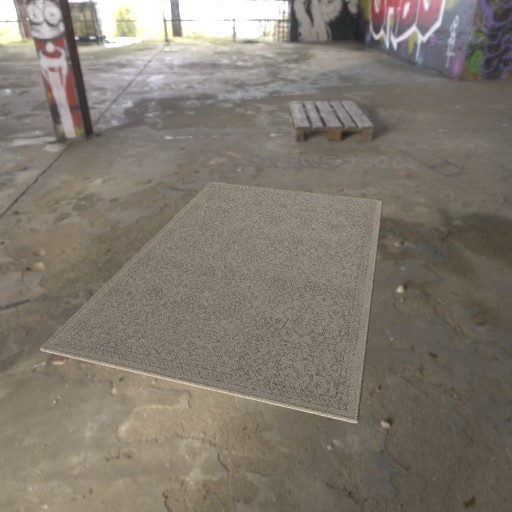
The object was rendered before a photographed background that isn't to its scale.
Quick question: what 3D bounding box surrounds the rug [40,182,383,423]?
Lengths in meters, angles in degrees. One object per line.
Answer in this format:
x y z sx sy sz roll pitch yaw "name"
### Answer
0.000 0.000 2.326 1.219 0.010 1.829 9 32 14 "rug"
